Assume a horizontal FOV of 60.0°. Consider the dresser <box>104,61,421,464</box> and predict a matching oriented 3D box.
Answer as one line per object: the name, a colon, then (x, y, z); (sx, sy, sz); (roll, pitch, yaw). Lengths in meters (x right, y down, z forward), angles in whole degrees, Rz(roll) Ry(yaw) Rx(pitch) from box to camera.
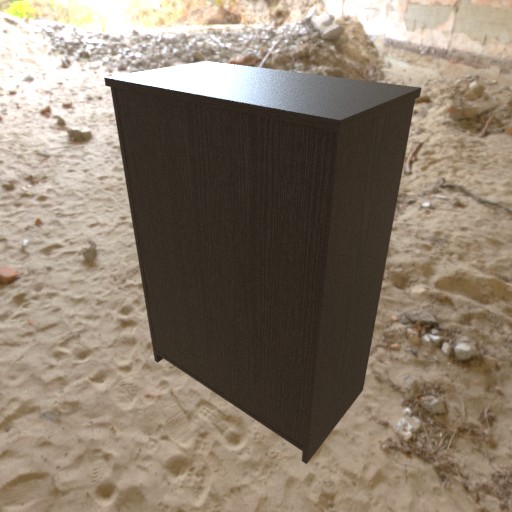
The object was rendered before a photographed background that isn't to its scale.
dresser: (0.000, 0.000, 1.374); (0.704, 1.020, 0.399); (23, 38, 32)
